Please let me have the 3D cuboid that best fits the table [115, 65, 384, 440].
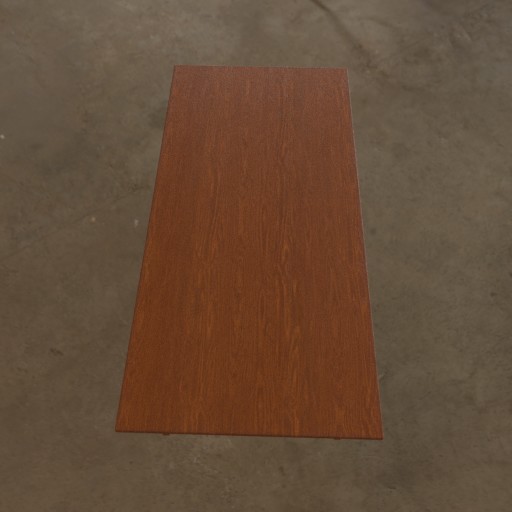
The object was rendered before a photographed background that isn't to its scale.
[{"bbox_3d":[0.000,0.000,2.034,0.811,0.755,1.609,1,62,1],"label":"table"}]
